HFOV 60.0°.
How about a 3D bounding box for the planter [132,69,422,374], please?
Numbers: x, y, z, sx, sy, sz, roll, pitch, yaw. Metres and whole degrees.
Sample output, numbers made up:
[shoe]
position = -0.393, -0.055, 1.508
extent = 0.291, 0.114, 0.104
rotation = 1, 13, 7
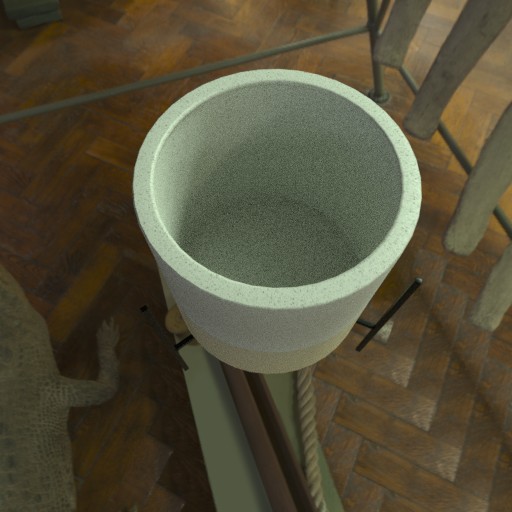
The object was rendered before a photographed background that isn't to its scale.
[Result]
[planter]
position = 0.000, 0.000, 0.528
extent = 0.263, 0.362, 0.267
rotation = -17, 66, -8
